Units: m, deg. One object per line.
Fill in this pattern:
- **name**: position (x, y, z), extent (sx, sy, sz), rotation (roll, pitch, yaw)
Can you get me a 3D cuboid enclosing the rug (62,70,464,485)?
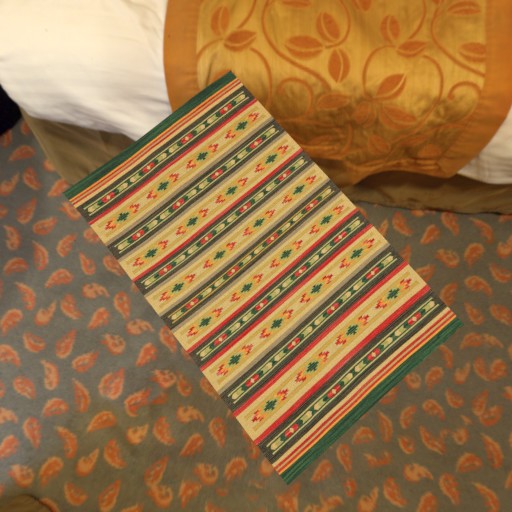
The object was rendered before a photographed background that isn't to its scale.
- **rug**: position (0.000, 0.000, 3.006), extent (1.520, 0.011, 2.447), rotation (-39, 80, -8)
